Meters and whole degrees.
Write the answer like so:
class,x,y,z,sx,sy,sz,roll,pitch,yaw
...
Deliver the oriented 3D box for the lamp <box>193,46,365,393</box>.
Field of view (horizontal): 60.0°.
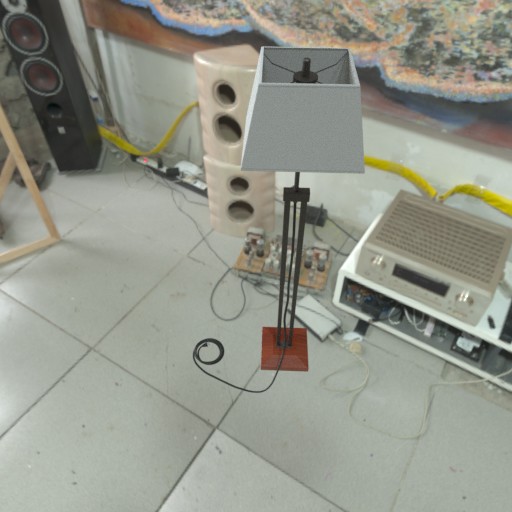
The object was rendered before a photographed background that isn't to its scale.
class,x,y,z,sx,sy,sz,roll,pitch,yaw
lamp,0.000,0.000,1.987,0.745,1.712,0.472,2,46,2
